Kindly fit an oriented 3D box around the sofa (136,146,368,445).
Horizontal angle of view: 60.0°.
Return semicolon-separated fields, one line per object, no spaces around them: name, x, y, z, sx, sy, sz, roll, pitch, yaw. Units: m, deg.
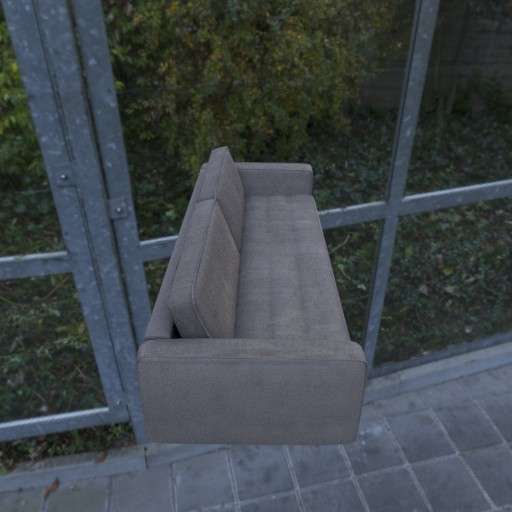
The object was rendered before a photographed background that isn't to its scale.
sofa;0.000;0.000;2.741;0.923;0.813;2.295;0;31;1
